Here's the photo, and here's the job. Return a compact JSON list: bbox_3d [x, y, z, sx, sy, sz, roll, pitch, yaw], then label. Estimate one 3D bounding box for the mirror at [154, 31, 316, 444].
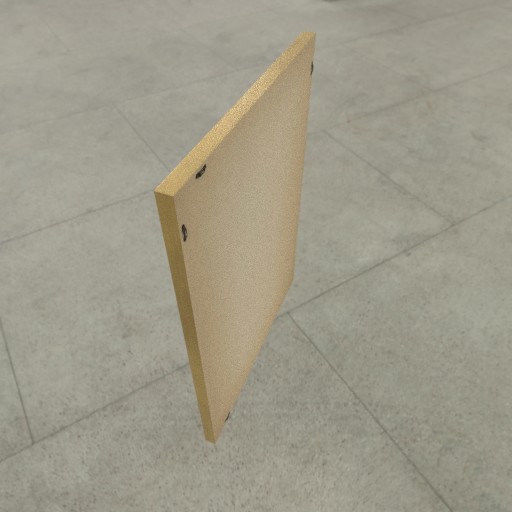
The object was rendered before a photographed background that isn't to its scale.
[{"bbox_3d":[0.000,0.000,1.320,0.041,1.016,0.762,17,48,16],"label":"mirror"}]
